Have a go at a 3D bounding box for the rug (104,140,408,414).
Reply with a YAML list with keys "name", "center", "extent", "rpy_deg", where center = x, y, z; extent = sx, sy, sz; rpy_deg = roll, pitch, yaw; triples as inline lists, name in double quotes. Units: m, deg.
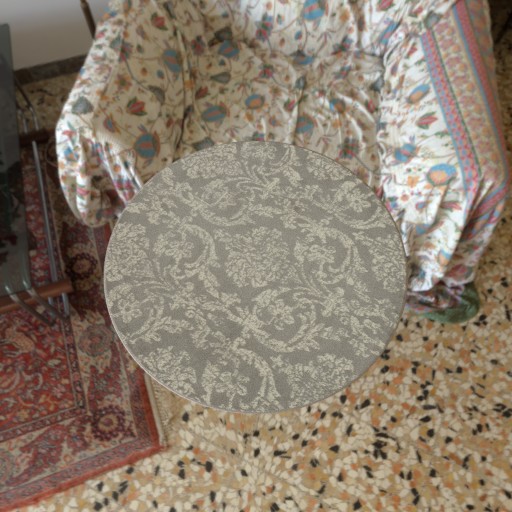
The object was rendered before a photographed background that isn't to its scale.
- name: "rug"
  center: [0.000, 0.000, 2.348]
  extent: [1.593, 0.012, 1.593]
  rpy_deg: [0, 63, 0]
